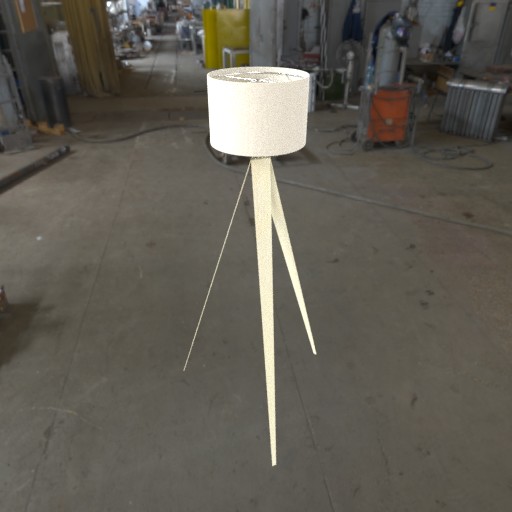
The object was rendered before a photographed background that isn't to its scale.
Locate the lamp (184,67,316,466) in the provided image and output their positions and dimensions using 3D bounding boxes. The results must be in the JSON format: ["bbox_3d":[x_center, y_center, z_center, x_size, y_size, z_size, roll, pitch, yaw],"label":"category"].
[{"bbox_3d":[0.000,0.000,1.958,0.724,1.524,0.716,21,36,31],"label":"lamp"}]
